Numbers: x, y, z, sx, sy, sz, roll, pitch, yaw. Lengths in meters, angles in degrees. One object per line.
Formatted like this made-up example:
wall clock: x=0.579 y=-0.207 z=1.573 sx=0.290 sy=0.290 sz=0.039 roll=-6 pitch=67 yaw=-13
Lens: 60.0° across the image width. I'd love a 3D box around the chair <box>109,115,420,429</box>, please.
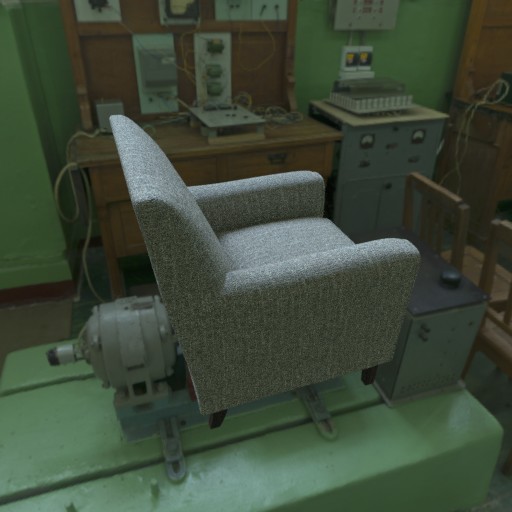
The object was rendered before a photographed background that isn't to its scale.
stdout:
chair: x=0.000 y=0.000 z=1.675 sx=0.873 sy=0.928 sz=0.864 roll=-10 pitch=32 yaw=-17
